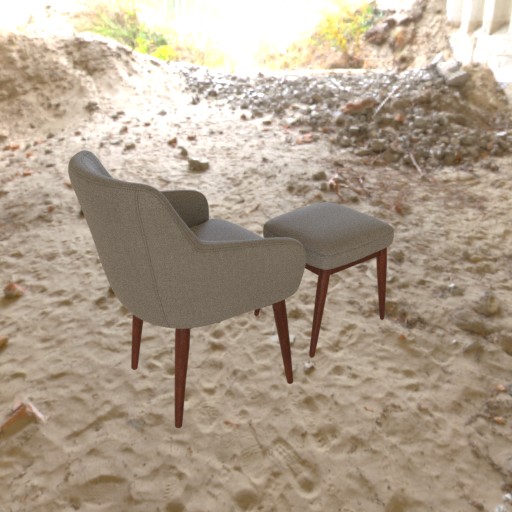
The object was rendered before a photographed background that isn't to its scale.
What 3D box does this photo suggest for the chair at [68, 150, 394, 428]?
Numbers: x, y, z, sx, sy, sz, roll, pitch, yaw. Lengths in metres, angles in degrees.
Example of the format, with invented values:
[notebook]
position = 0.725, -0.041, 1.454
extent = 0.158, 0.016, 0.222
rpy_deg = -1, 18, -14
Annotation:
[chair]
position = 0.000, 0.000, 1.550
extent = 1.107, 0.799, 0.584
rpy_deg = -19, 32, -33
